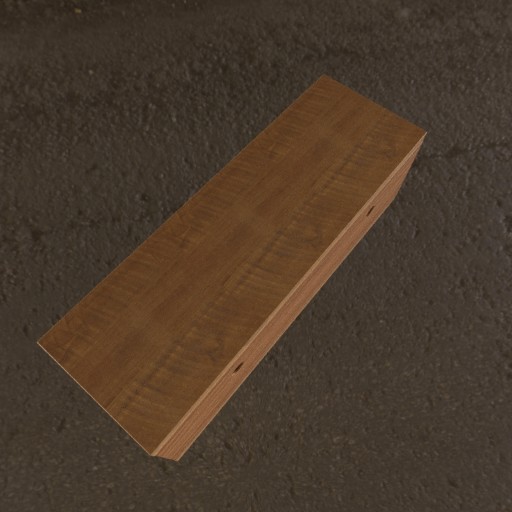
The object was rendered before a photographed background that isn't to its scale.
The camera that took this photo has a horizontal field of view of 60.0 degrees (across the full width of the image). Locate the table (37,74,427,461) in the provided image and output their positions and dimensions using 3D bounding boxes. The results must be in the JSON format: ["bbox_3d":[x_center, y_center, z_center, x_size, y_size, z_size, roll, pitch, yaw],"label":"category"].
[{"bbox_3d":[0.000,0.000,1.761,0.499,0.491,1.499,37,69,17],"label":"table"}]
